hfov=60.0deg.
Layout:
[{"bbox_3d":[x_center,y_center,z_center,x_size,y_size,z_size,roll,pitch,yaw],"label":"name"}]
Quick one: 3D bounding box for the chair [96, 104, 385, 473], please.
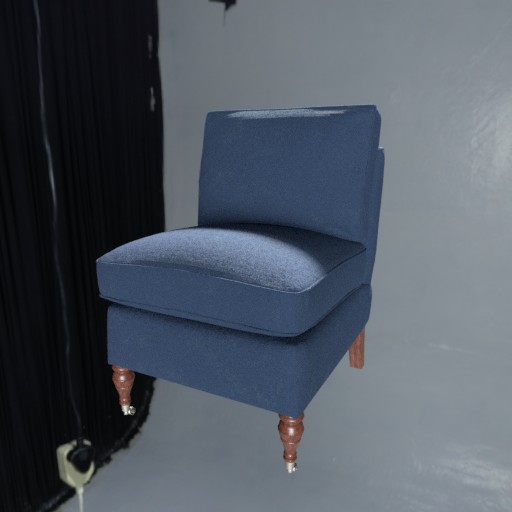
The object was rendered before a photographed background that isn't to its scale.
[{"bbox_3d":[0.000,0.000,1.601,0.724,1.052,0.912,7,16,26],"label":"chair"}]
